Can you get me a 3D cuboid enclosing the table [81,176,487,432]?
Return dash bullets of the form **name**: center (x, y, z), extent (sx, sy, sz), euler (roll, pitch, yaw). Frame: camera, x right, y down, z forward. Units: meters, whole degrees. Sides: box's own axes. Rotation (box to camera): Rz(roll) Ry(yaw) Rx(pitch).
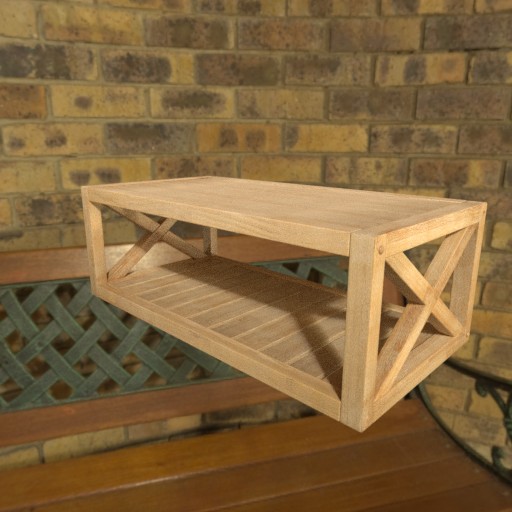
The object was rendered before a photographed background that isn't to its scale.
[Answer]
- **table**: center (0.000, 0.000, 1.609), extent (1.321, 0.457, 0.660), euler (14, 21, 42)
